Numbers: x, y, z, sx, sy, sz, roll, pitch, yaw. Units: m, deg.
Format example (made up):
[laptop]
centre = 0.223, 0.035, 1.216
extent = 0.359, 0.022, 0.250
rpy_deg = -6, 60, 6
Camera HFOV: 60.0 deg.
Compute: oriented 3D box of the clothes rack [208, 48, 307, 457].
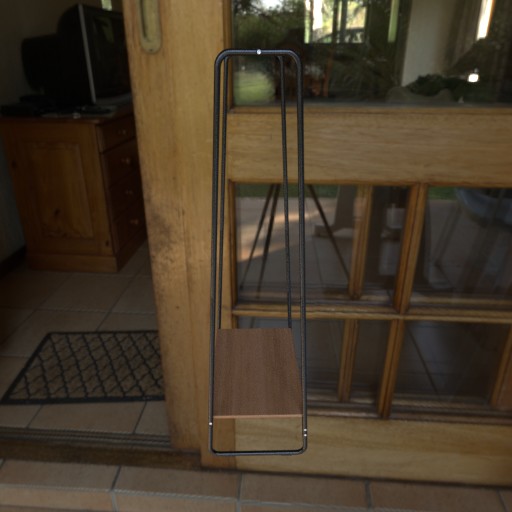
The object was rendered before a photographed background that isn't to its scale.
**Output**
[clothes rack]
centre = 0.000, 0.000, 1.773
extent = 0.400, 1.500, 0.640
rpy_deg = -1, 25, -1
